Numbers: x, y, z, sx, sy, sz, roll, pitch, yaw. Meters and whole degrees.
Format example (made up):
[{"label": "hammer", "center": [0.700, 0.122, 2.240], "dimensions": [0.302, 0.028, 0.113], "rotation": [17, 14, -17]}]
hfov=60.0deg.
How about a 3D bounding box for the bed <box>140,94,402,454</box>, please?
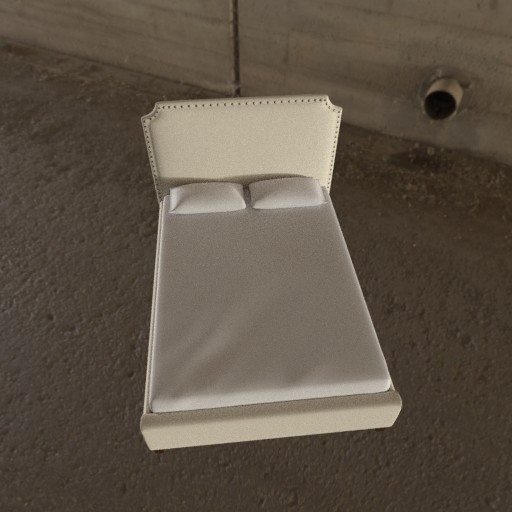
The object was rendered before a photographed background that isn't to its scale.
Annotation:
[{"label": "bed", "center": [0.000, 0.000, 3.423], "dimensions": [1.712, 1.443, 2.372], "rotation": [-4, 47, -4]}]
